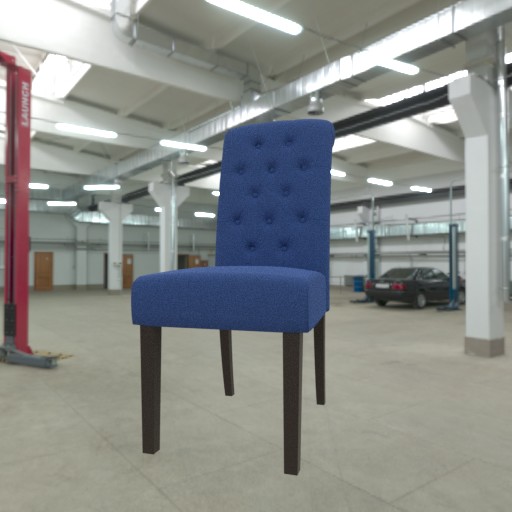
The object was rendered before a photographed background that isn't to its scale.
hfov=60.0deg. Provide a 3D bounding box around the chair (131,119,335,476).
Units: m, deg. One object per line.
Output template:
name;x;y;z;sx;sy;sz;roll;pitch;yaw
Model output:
chair;0.000;0.000;1.376;0.456;1.006;0.671;0;-1;18
